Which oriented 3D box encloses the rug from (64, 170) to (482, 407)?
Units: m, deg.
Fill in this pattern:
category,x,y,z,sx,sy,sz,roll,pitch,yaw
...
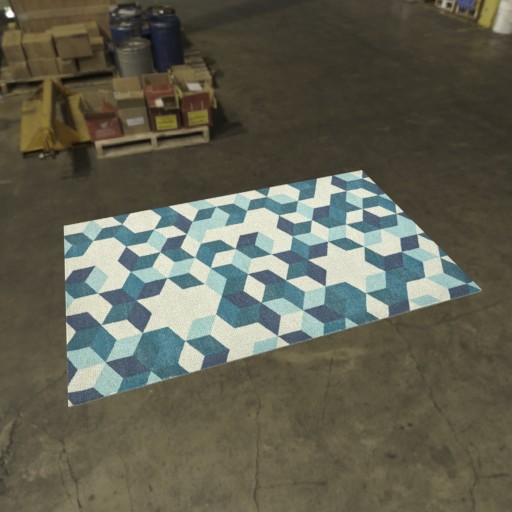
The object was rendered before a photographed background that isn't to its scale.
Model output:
category,x,y,z,sx,sy,sz,roll,pitch,yaw
rug,0.000,0.000,2.983,2.438,0.015,1.518,-13,43,-14
